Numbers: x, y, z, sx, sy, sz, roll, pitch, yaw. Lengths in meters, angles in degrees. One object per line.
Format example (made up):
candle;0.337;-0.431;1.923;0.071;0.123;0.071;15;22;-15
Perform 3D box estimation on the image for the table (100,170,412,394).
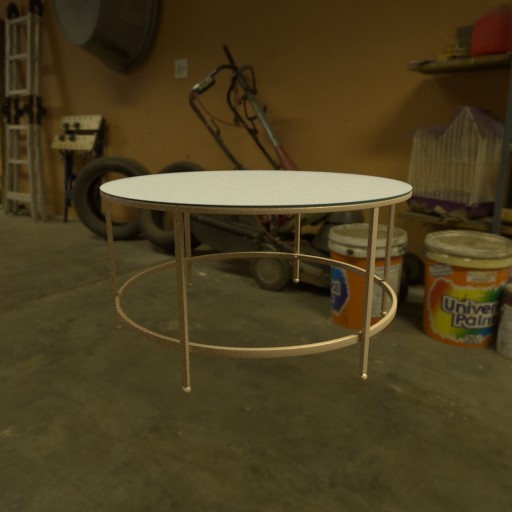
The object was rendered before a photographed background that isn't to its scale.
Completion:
table;0.000;0.000;1.424;0.914;0.470;0.914;0;15;0
